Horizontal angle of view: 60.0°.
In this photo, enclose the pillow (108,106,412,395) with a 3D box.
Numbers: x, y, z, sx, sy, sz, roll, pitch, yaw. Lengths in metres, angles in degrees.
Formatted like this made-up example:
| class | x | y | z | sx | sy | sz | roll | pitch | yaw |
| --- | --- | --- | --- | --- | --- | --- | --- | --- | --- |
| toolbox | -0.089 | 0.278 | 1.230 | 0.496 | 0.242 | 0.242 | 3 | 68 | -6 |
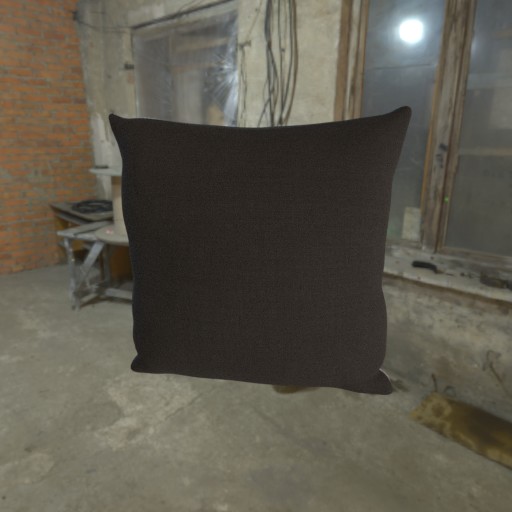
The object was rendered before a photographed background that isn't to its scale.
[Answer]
| class | x | y | z | sx | sy | sz | roll | pitch | yaw |
| --- | --- | --- | --- | --- | --- | --- | --- | --- | --- |
| pillow | 0.000 | 0.000 | 0.780 | 0.503 | 0.496 | 0.208 | 3 | 16 | 9 |
